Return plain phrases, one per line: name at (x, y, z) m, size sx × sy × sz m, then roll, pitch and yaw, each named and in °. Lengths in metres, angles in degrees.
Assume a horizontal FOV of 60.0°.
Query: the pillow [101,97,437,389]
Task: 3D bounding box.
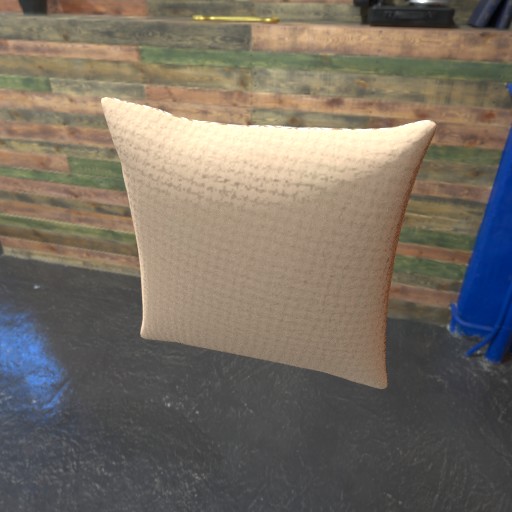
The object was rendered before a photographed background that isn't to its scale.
pillow at (0.000, 0.000, 0.627) m, size 0.419 × 0.407 × 0.173 m, roll 9°, pitch 33°, yaw 14°
